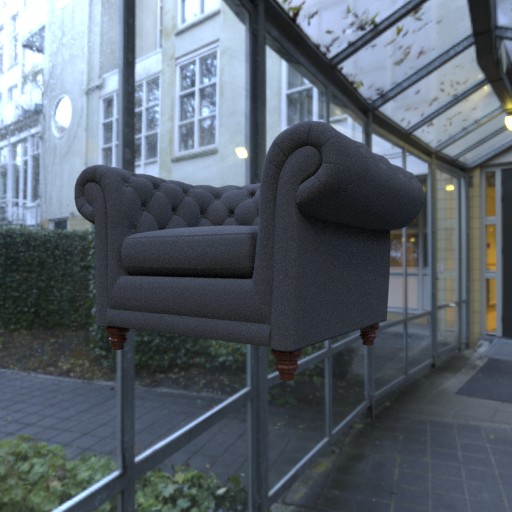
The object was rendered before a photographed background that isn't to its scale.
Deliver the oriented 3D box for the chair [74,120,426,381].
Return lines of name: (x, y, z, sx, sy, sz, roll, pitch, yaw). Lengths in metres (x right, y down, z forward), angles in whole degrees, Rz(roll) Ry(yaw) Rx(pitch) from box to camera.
chair: (0.000, 0.000, 1.933, 1.270, 0.770, 0.976, 0, -1, 35)
